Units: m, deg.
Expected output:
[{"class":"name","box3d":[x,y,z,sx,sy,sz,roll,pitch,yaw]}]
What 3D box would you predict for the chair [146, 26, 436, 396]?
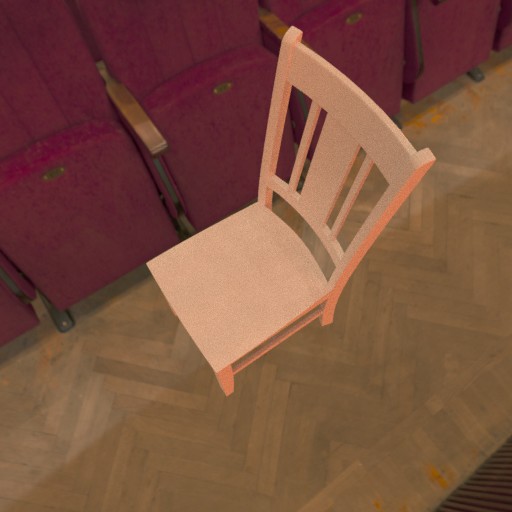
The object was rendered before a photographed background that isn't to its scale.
[{"class":"chair","box3d":[0.000,0.000,1.291,0.555,0.998,0.450,-32,68,-14]}]
